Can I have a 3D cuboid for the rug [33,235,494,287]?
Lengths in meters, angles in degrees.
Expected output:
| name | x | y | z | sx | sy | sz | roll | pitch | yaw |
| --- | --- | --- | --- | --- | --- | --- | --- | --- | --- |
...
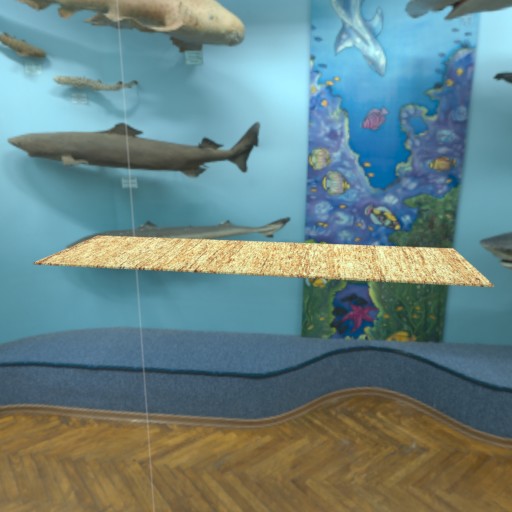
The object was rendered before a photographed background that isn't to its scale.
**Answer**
| name | x | y | z | sx | sy | sz | roll | pitch | yaw |
| --- | --- | --- | --- | --- | --- | --- | --- | --- | --- |
| rug | 0.000 | 0.000 | 2.450 | 2.237 | 0.014 | 0.680 | 2 | 15 | 9 |
